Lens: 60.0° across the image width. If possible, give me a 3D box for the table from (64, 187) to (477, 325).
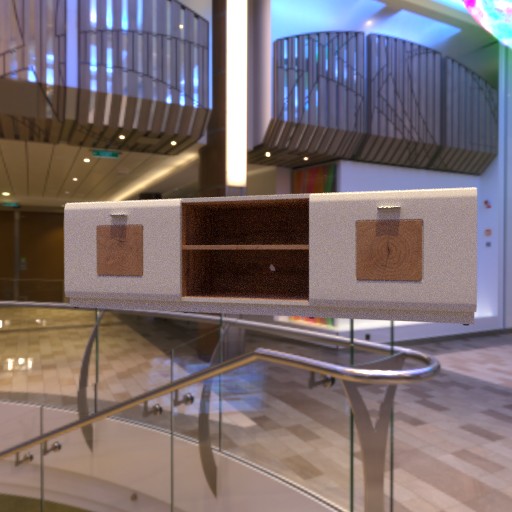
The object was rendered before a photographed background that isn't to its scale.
[{"bbox_3d":[0.000,0.000,1.778,1.550,0.440,0.400,0,1,17],"label":"table"}]
